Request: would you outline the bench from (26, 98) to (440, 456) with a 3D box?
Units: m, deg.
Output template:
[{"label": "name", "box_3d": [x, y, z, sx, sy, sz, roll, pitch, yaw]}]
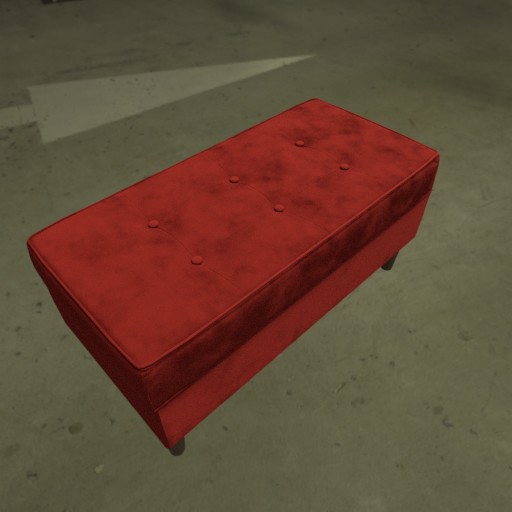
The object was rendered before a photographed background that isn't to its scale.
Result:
[{"label": "bench", "box_3d": [0.000, 0.000, 1.272, 1.016, 0.471, 0.492, -34, 55, -29]}]
